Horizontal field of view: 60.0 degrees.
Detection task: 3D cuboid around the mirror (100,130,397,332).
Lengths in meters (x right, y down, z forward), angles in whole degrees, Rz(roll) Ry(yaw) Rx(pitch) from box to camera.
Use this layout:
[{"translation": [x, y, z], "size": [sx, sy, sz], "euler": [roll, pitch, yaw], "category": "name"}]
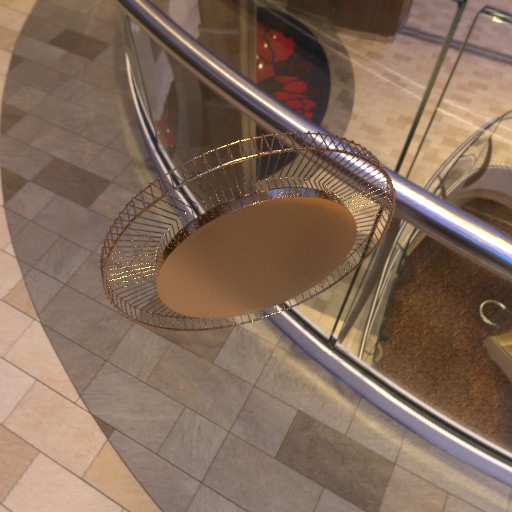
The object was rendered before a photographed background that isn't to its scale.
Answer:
[{"translation": [0.000, 0.000, 1.062], "size": [0.703, 0.703, 0.067], "euler": [-15, 59, -9], "category": "mirror"}]
